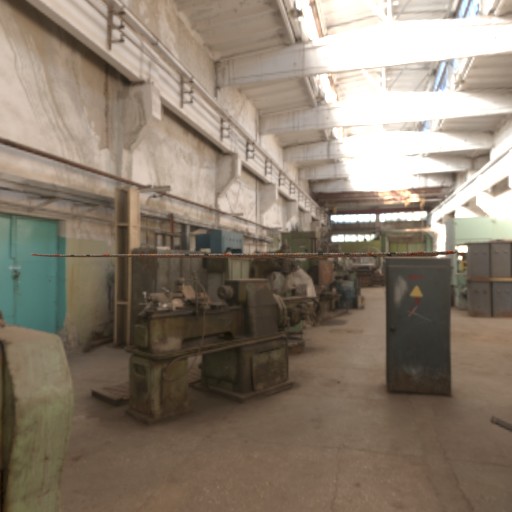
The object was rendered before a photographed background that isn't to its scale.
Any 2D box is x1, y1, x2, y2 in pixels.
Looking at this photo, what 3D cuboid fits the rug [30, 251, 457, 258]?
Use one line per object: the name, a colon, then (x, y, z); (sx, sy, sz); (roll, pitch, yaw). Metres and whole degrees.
rug: (0.000, 0.000, 2.371); (1.835, 0.017, 1.220); (0, -1, 17)
